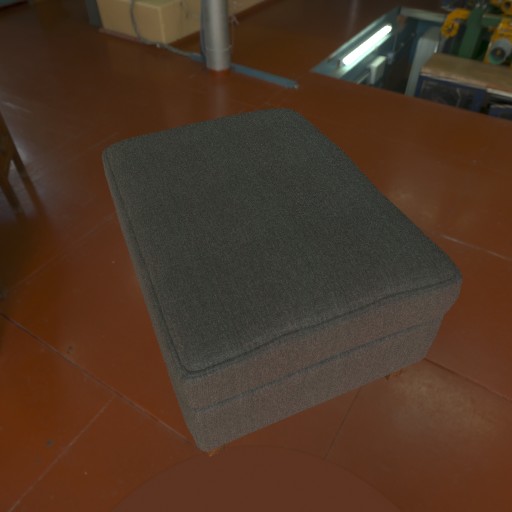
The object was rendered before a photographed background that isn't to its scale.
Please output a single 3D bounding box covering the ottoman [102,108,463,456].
[{"bbox_3d":[0.000,0.000,1.221,0.639,0.496,0.826,-17,48,-16],"label":"ottoman"}]
